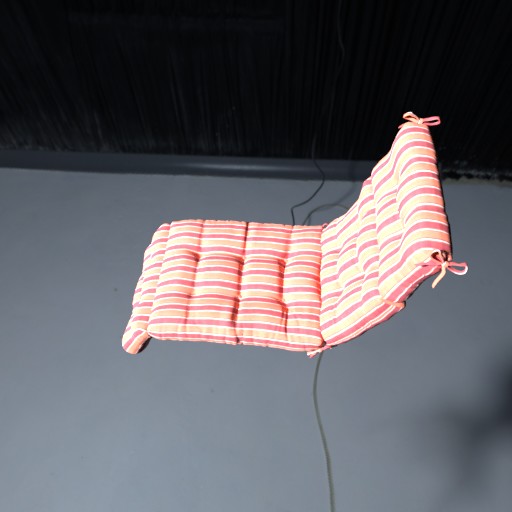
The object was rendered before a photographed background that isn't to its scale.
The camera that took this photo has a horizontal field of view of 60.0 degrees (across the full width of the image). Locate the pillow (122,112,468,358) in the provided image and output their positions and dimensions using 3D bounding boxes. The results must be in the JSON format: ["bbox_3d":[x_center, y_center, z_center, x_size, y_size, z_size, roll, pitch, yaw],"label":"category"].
[{"bbox_3d":[0.000,0.000,1.495,1.016,0.863,0.526,4,58,3],"label":"pillow"}]
